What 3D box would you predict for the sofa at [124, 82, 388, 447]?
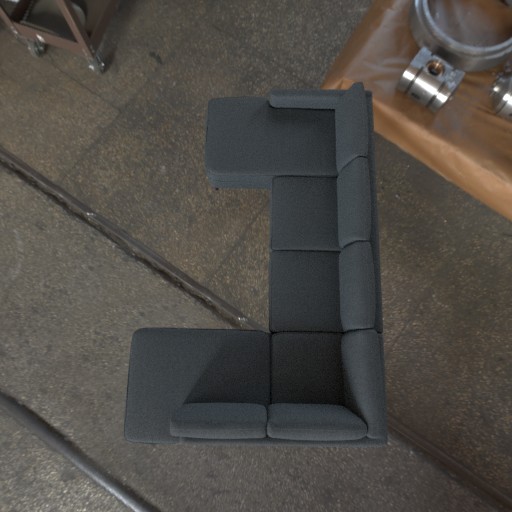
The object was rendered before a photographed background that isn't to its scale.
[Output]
[{"bbox_3d":[0.000,0.000,3.728,1.984,0.858,2.975,1,77,0],"label":"sofa"}]
